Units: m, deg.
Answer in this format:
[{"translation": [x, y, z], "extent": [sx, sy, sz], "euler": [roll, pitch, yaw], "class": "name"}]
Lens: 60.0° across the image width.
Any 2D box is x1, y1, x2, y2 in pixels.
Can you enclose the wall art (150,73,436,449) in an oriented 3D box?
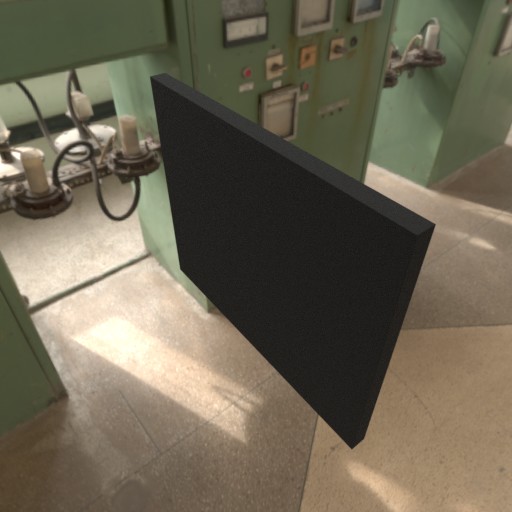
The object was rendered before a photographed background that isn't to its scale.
[{"translation": [0.000, 0.000, 0.760], "extent": [0.031, 0.457, 0.558], "euler": [-27, 48, -27], "class": "wall art"}]
